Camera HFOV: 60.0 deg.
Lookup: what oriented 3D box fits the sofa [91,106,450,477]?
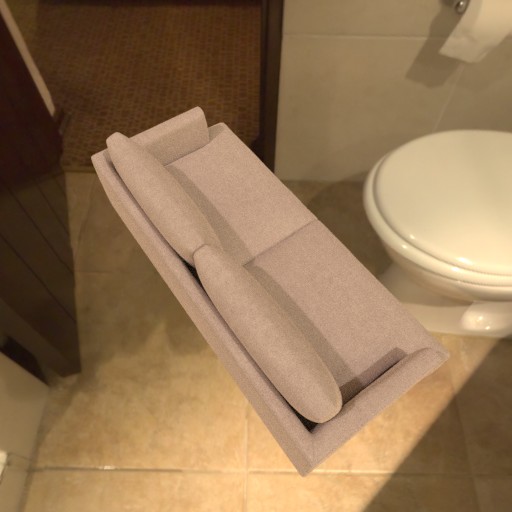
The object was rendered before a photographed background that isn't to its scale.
[{"bbox_3d":[0.000,0.000,2.703,1.020,0.868,2.250,-32,64,-18],"label":"sofa"}]
